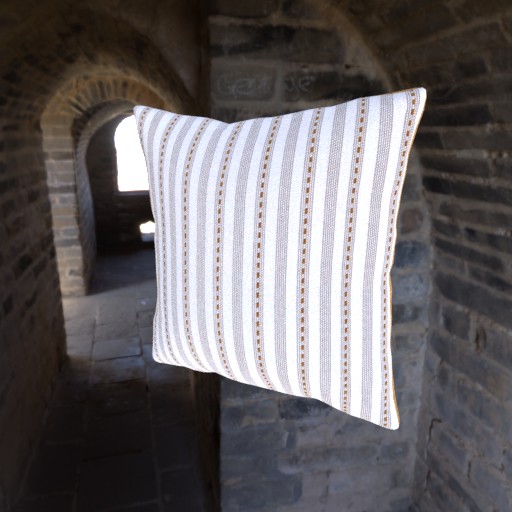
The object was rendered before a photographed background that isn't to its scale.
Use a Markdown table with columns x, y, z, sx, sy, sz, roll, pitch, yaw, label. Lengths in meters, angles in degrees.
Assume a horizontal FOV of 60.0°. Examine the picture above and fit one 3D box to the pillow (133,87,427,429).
| x | y | z | sx | sy | sz | roll | pitch | yaw | label |
| --- | --- | --- | --- | --- | --- | --- | --- | --- | --- |
| 0.000 | 0.000 | 0.639 | 0.432 | 0.437 | 0.147 | 7 | 16 | 26 | pillow |
